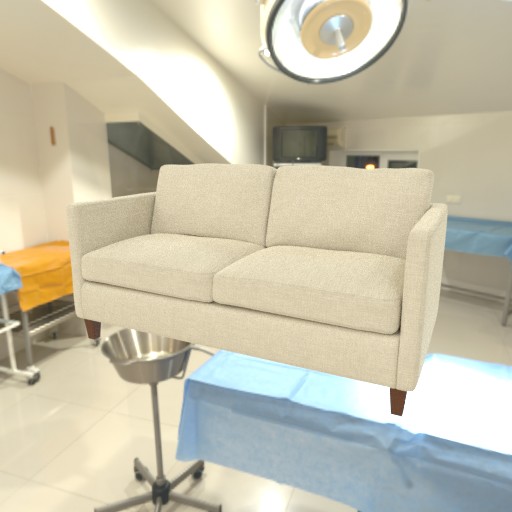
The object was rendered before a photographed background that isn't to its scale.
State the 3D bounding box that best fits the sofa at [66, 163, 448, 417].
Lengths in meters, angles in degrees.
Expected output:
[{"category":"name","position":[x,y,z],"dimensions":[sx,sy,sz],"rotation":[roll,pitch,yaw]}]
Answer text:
[{"category":"sofa","position":[0.000,0.000,2.414],"dimensions":[1.838,0.963,0.950],"rotation":[7,15,26]}]
